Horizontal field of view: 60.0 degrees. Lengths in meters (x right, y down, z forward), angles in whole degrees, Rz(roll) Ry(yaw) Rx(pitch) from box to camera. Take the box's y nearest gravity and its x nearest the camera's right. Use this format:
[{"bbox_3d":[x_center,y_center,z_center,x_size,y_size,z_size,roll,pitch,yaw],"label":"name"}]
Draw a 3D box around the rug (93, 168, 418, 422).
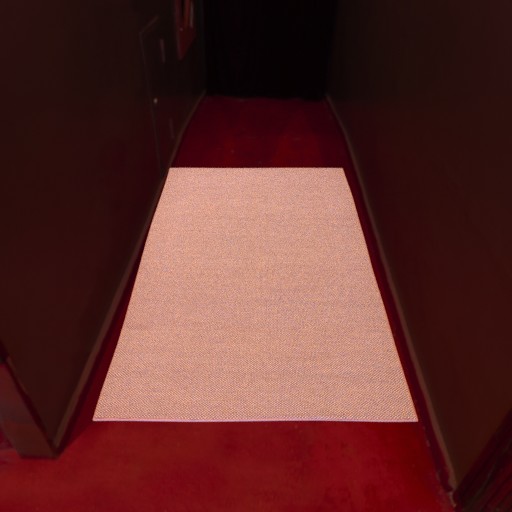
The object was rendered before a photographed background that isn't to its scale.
[{"bbox_3d":[0.000,0.000,2.087,1.078,0.013,1.678,0,40,0],"label":"rug"}]
